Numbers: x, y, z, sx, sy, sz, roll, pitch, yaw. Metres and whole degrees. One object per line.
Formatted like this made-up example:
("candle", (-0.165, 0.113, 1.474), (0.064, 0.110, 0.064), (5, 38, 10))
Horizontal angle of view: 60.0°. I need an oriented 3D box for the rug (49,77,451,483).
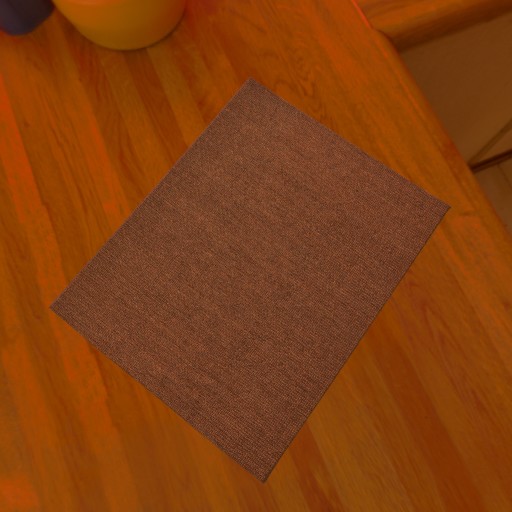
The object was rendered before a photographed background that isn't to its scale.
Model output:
("rug", (0.000, 0.000, 4.174), (2.456, 0.021, 3.068), (36, 78, 9))
